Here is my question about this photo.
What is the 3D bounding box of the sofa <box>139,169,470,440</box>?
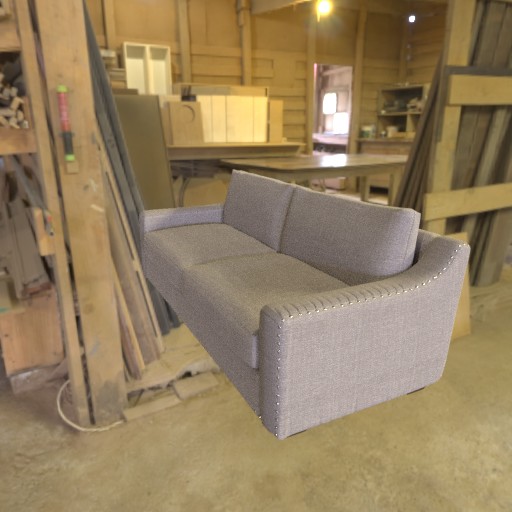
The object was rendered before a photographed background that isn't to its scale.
[{"bbox_3d":[0.000,0.000,2.737,1.000,0.857,2.208,-8,19,-26],"label":"sofa"}]
